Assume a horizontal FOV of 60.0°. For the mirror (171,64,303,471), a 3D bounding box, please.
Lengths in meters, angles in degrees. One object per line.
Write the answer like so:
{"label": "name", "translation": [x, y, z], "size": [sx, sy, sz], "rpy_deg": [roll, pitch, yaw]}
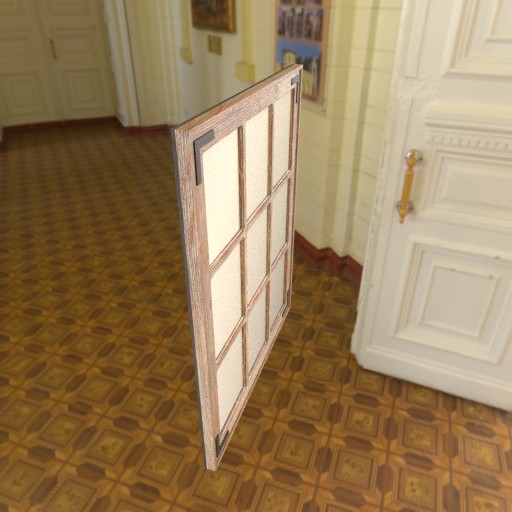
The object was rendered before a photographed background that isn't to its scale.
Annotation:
{"label": "mirror", "translation": [0.000, 0.000, 1.220], "size": [0.032, 0.882, 0.730], "rpy_deg": [10, 33, 16]}
